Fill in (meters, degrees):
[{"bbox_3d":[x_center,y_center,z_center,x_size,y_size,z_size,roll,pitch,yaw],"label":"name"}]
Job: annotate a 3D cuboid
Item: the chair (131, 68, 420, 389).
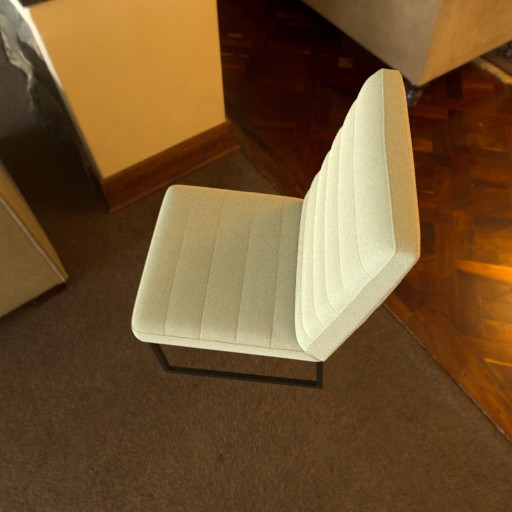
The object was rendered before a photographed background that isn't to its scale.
[{"bbox_3d":[0.000,0.000,1.276,0.634,0.930,0.520,5,59,3],"label":"chair"}]
